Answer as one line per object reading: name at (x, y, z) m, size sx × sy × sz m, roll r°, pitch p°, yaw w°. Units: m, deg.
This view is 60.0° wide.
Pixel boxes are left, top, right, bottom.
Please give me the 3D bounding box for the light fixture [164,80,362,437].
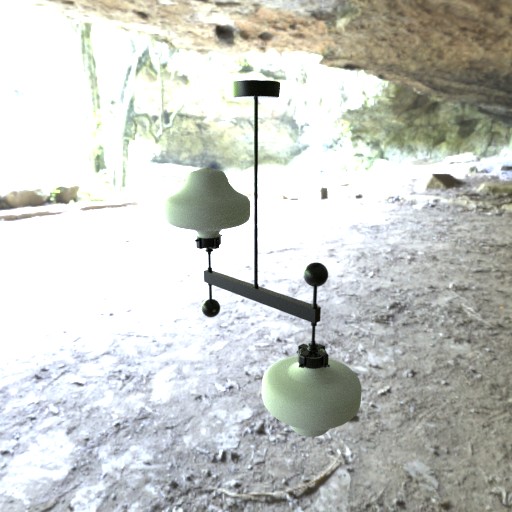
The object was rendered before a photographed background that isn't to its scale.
light fixture at (0.000, 0.000, 1.014) m, size 0.489 × 0.743 × 0.422 m, roll 2°, pitch 16°, yaw 8°
